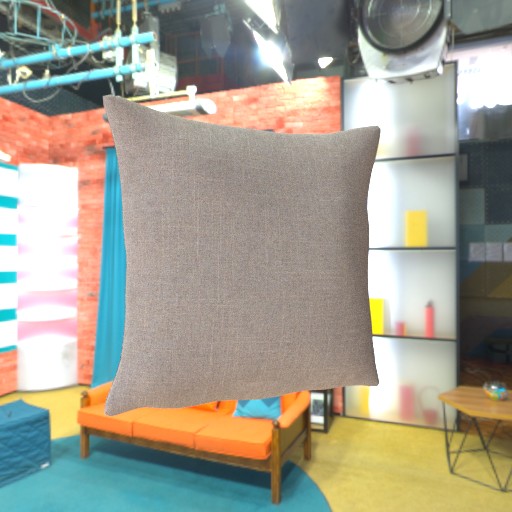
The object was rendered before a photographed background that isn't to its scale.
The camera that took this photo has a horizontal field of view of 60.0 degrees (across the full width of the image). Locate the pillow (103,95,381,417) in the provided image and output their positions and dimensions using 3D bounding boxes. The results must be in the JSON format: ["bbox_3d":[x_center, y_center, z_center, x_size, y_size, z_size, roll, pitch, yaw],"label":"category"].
[{"bbox_3d":[0.000,0.000,0.665,0.435,0.432,0.138,0,0,-19],"label":"pillow"}]
